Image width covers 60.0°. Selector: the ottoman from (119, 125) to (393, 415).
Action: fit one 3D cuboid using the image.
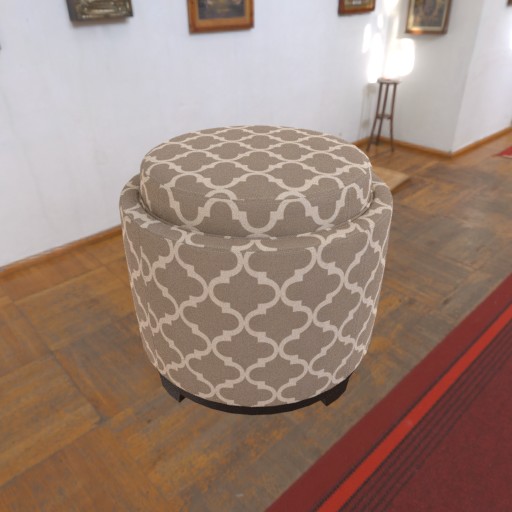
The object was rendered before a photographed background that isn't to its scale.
[{"bbox_3d":[0.000,0.000,0.861,0.480,0.429,0.480,0,30,0],"label":"ottoman"}]
